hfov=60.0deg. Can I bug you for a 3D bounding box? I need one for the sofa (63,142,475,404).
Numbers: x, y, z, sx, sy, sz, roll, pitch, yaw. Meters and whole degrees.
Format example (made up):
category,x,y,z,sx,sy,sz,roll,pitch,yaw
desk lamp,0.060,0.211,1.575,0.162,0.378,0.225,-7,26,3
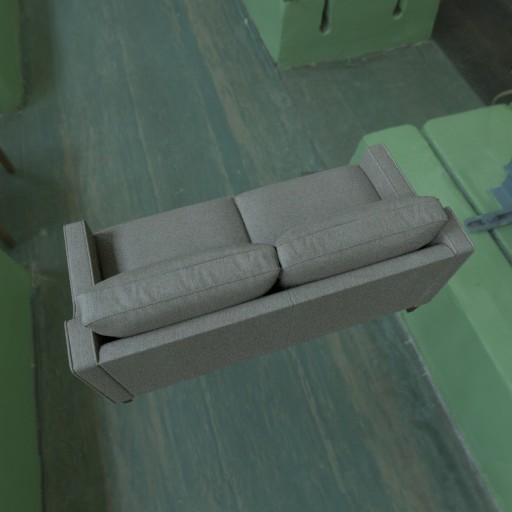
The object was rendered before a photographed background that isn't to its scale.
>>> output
category,x,y,z,sx,sy,sz,roll,pitch,yaw
sofa,0.000,0.000,2.800,2.181,1.074,1.073,-16,61,-9
